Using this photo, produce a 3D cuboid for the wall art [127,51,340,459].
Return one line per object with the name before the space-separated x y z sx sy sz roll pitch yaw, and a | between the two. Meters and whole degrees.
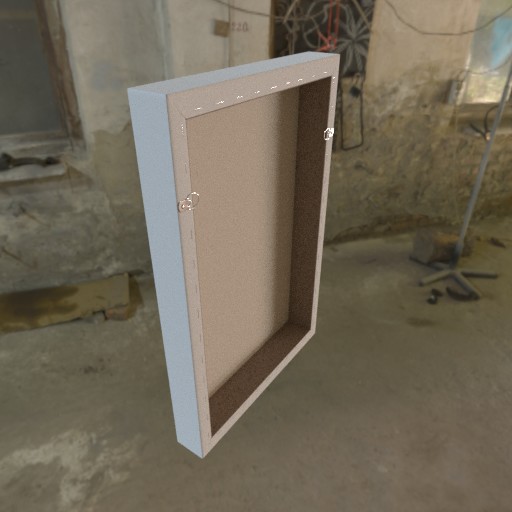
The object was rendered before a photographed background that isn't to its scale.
wall art | 0.000 0.000 0.482 0.039 0.381 0.252 20 37 30
